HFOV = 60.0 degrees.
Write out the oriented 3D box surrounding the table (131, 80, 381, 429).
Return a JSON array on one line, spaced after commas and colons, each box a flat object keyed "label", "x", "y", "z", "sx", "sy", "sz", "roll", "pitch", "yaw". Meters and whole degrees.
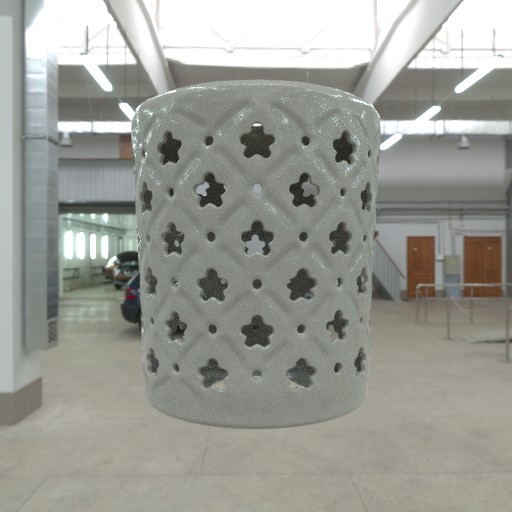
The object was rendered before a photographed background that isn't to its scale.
[{"label": "table", "x": 0.000, "y": 0.000, "z": 0.645, "sx": 0.352, "sy": 0.387, "sz": 0.352, "roll": 0, "pitch": 0, "yaw": 0}]
